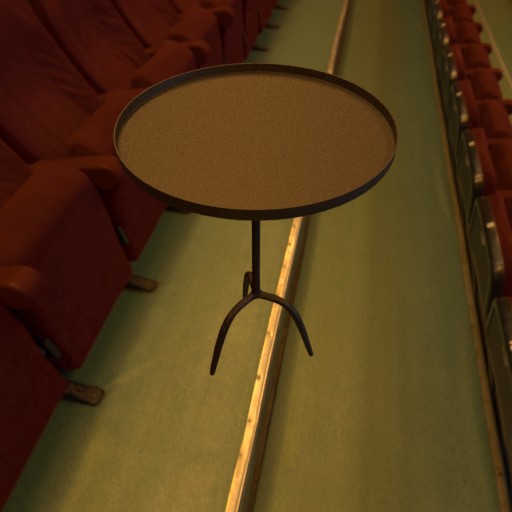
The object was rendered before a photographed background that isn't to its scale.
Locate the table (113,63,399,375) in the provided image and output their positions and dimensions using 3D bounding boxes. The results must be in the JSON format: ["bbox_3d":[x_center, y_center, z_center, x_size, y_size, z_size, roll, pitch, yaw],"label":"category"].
[{"bbox_3d":[0.000,0.000,1.049,0.502,0.700,0.502,8,46,8],"label":"table"}]
